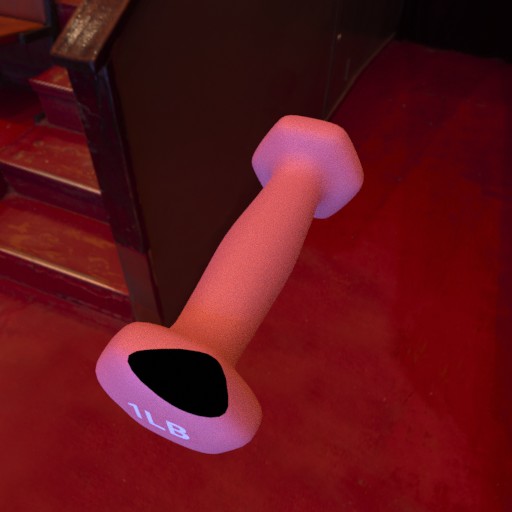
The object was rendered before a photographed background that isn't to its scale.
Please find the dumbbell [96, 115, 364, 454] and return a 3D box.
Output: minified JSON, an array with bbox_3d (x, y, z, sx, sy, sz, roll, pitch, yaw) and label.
[{"bbox_3d":[0.000,0.000,0.149,0.047,0.043,0.123,17,49,16],"label":"dumbbell"}]
